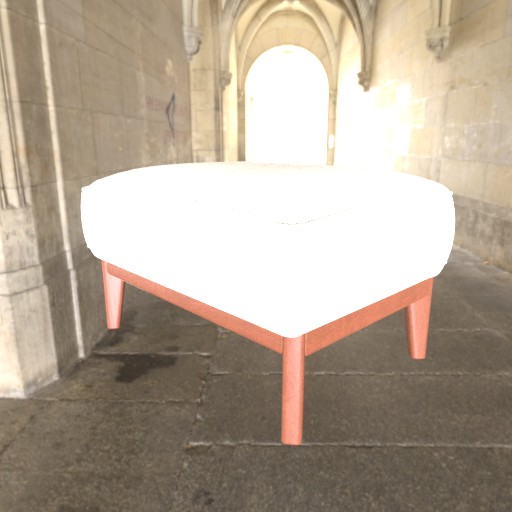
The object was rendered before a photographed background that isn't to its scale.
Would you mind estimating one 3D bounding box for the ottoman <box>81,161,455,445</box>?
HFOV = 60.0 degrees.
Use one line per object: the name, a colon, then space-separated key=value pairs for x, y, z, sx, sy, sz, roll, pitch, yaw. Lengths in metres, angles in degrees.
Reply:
ottoman: x=0.000 y=0.000 z=1.147 sx=0.594 sy=0.465 sz=0.794 roll=-13 pitch=20 yaw=-42
